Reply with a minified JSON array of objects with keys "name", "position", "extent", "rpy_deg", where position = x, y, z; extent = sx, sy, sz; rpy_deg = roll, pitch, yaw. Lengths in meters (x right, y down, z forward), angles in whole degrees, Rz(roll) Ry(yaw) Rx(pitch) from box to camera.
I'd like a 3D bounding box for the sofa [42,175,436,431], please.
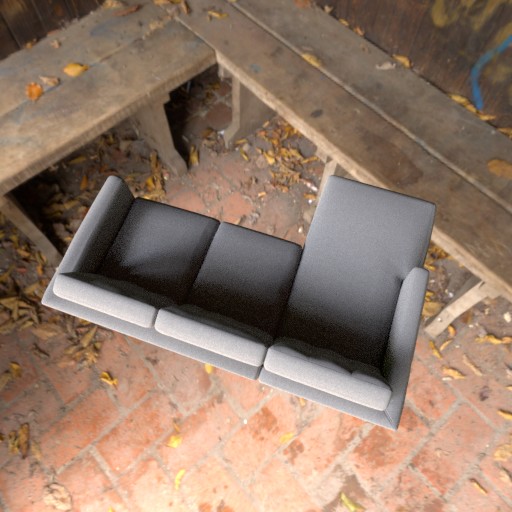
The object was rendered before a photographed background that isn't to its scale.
[{"name":"sofa","position":[0.000,0.000,2.792],"extent":[2.040,0.860,1.530],"rpy_deg":[18,66,8]}]
